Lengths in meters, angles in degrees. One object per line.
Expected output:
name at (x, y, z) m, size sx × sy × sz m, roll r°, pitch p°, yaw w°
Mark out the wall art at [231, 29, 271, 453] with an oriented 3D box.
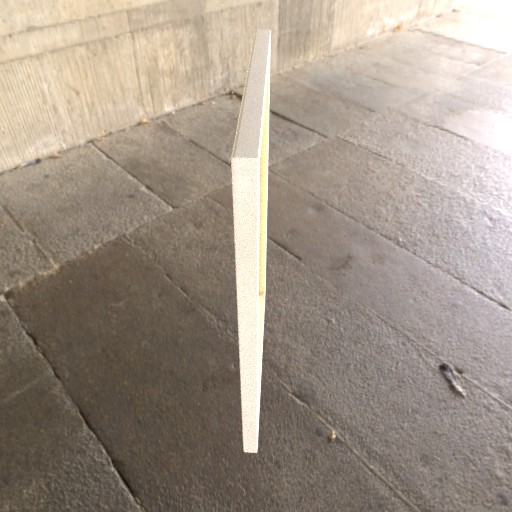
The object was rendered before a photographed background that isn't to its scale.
wall art at (0.000, 0.000, 1.141) m, size 0.038 × 0.912 × 0.607 m, roll 2°, pitch 42°, yaw 2°
